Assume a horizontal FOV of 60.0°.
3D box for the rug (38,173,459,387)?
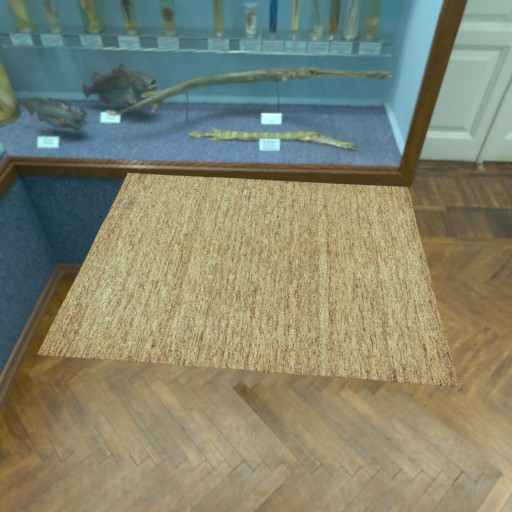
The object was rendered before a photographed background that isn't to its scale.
[{"bbox_3d":[0.000,0.000,4.199,3.200,0.012,2.438,4,46,3],"label":"rug"}]
